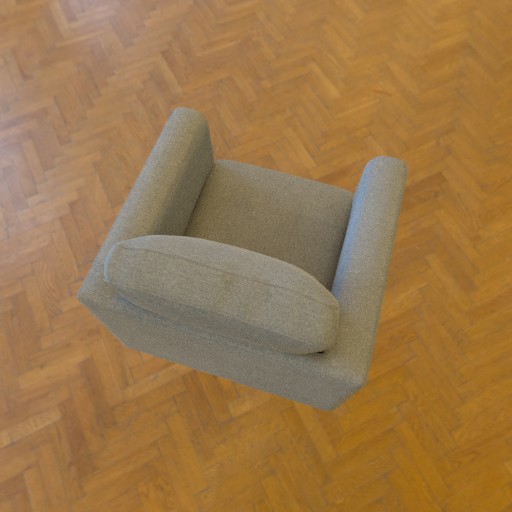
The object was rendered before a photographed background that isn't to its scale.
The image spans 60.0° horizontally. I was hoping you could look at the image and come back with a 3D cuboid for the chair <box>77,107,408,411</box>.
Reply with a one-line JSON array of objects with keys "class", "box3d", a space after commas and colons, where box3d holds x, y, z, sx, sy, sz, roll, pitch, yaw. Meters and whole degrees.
[{"class": "chair", "box3d": [0.000, 0.000, 1.580, 0.855, 0.927, 0.800, 16, 66, 7]}]
